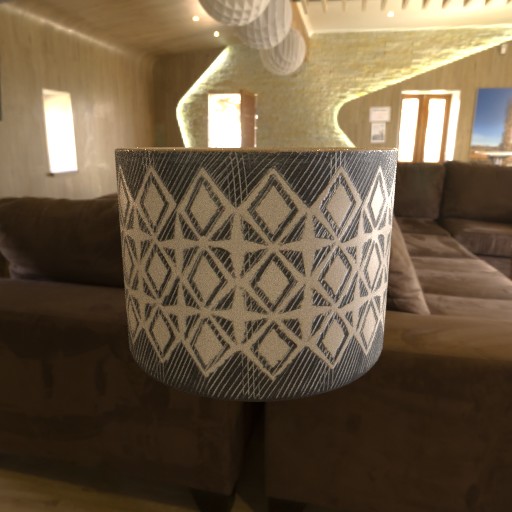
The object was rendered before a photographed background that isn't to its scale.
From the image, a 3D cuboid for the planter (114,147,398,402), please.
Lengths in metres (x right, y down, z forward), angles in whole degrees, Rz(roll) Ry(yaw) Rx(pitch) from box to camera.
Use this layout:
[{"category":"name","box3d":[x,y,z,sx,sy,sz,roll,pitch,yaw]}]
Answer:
[{"category":"planter","box3d":[0.000,0.000,0.220,0.126,0.104,0.126,0,14,0]}]
